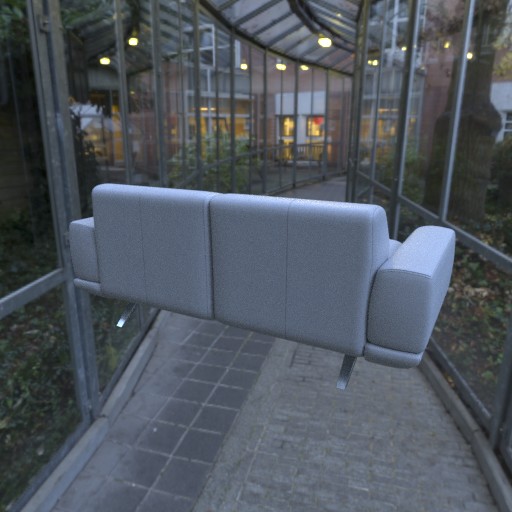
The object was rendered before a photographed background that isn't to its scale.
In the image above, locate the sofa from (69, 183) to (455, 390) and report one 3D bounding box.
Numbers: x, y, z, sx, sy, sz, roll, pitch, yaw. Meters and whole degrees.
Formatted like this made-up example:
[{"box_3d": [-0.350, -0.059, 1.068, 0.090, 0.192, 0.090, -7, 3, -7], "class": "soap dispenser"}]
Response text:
[{"box_3d": [0.000, 0.000, 2.397, 1.901, 0.772, 0.900, 9, 18, 27], "class": "sofa"}]
